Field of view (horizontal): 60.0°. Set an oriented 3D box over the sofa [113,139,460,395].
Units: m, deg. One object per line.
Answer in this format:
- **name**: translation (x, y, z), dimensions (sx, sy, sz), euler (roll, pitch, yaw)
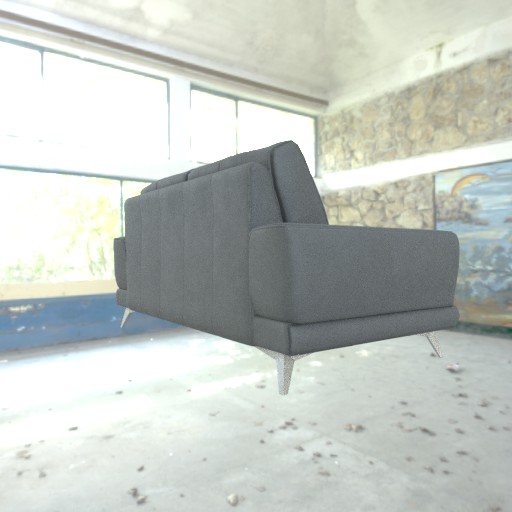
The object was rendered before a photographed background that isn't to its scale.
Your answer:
- **sofa**: translation (0.000, 0.000, 2.400), dimensions (1.018, 0.907, 1.806), euler (0, 1, -35)
